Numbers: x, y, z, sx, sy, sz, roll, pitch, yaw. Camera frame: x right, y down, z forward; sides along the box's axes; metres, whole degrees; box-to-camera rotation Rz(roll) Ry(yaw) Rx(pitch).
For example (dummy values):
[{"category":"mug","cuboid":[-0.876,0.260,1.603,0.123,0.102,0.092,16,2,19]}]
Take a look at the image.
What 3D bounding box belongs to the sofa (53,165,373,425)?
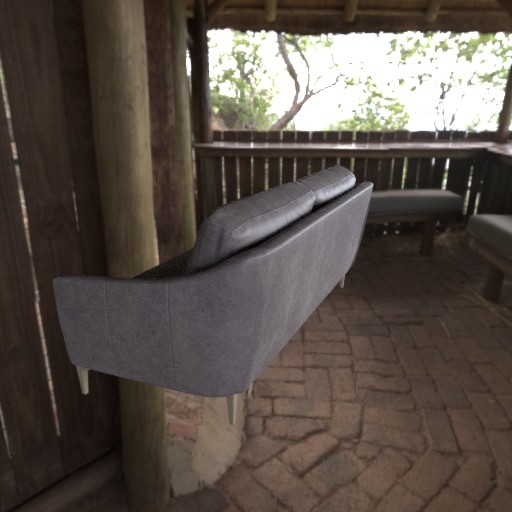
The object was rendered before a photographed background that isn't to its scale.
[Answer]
[{"category":"sofa","cuboid":[0.000,0.000,2.569,0.960,0.902,2.036,9,20,25]}]
